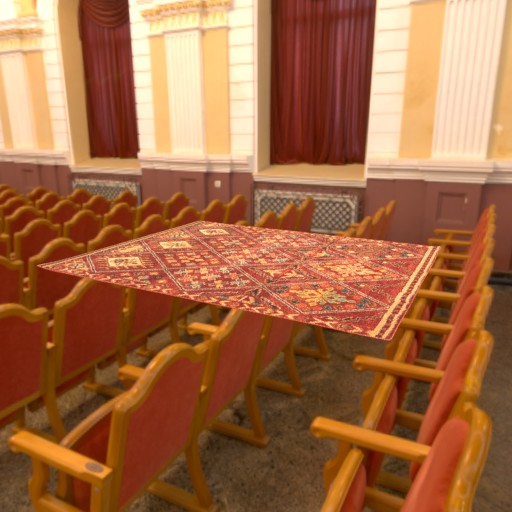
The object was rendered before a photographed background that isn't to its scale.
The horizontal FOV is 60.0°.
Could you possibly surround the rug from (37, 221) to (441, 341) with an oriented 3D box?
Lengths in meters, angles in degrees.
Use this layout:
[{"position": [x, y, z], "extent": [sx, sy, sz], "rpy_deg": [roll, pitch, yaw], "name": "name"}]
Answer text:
[{"position": [0.000, 0.000, 4.282], "extent": [3.086, 0.030, 2.489], "rpy_deg": [8, 17, 27], "name": "rug"}]
